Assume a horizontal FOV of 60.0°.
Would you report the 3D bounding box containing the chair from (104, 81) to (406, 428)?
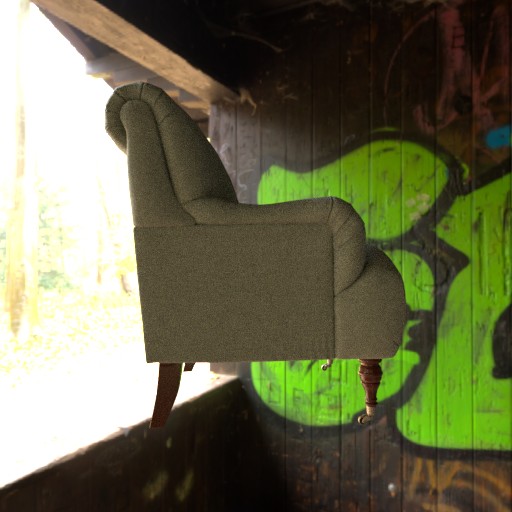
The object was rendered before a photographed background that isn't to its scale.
[{"bbox_3d":[0.000,0.000,1.922,1.060,1.178,0.964,0,-1,-1],"label":"chair"}]
